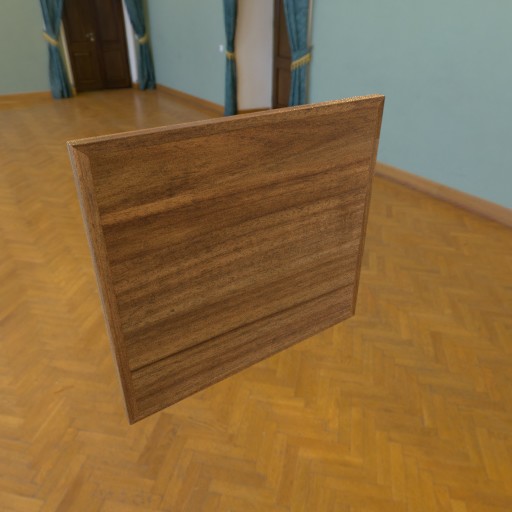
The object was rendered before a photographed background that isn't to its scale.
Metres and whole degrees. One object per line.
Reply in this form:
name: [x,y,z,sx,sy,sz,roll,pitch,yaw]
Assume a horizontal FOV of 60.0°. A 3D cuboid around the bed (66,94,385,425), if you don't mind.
bed: [0.000,0.000,1.505,1.041,0.940,0.043,-19,35,-29]
